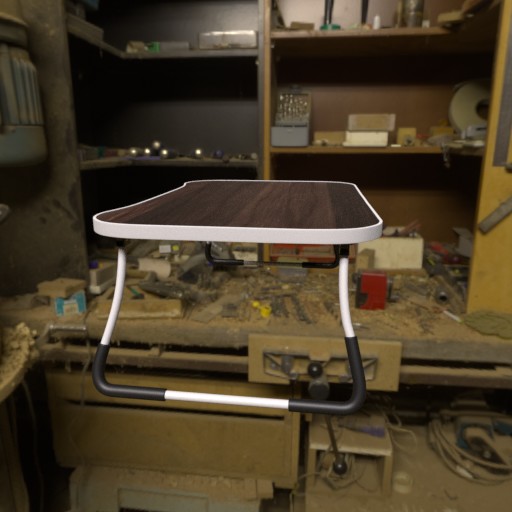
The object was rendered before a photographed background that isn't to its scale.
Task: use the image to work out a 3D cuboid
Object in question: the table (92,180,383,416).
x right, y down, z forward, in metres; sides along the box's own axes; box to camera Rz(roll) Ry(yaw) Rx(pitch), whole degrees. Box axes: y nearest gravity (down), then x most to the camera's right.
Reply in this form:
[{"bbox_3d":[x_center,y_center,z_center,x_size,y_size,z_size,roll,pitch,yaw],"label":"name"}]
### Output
[{"bbox_3d":[0.000,0.000,0.859,0.400,0.232,0.660,2,15,7],"label":"table"}]
